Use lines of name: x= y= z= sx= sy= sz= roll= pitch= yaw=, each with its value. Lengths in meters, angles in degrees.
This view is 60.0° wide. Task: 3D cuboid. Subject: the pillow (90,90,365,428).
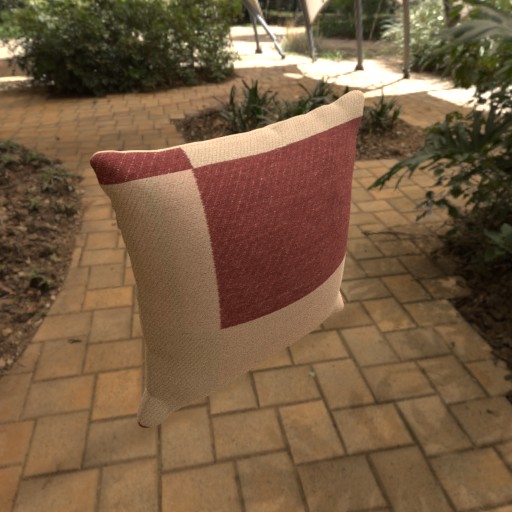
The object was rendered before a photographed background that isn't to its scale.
pillow: x=0.000 y=0.000 z=0.795 sx=0.536 sy=0.506 sz=0.229 roll=-24 pitch=39 yaw=-33
